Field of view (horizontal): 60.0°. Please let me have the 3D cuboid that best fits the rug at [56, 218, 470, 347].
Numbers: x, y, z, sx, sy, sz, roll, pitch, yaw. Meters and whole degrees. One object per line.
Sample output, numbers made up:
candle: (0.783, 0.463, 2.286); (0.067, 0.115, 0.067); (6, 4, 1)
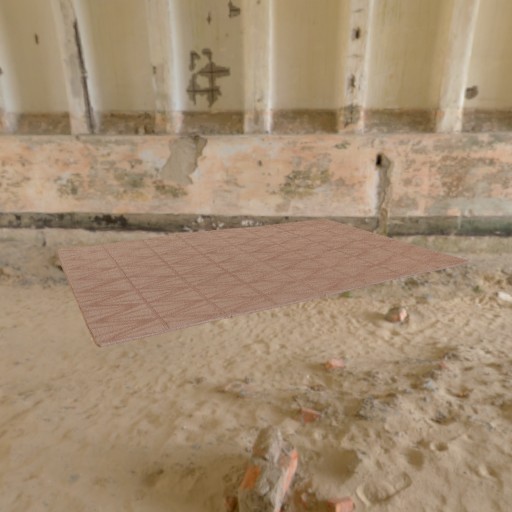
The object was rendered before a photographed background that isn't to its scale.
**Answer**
rug: (0.000, 0.000, 2.344); (1.837, 0.025, 1.230); (-9, 19, -28)
